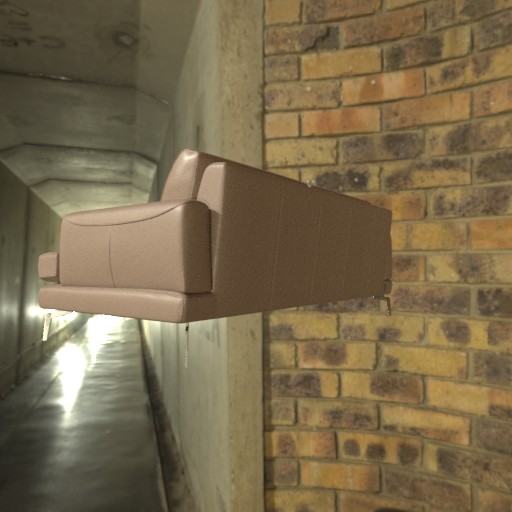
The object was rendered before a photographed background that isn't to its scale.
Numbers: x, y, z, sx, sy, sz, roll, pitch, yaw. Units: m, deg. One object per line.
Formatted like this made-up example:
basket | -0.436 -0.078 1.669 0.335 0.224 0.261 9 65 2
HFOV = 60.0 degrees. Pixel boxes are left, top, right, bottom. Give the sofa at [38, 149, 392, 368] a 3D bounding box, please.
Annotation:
sofa | 0.000 0.000 2.426 0.974 0.765 1.940 -1 -2 36
